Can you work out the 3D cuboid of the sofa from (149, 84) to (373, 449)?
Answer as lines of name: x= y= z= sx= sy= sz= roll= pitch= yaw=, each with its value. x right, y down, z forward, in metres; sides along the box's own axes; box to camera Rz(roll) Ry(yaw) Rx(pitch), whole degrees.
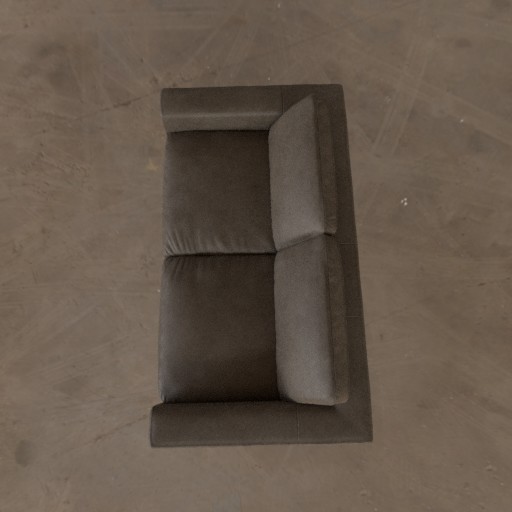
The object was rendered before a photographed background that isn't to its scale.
sofa: x=0.000 y=0.000 z=2.434 sx=1.070 sy=0.800 sz=1.920 roll=-1 pitch=75 yaw=0
